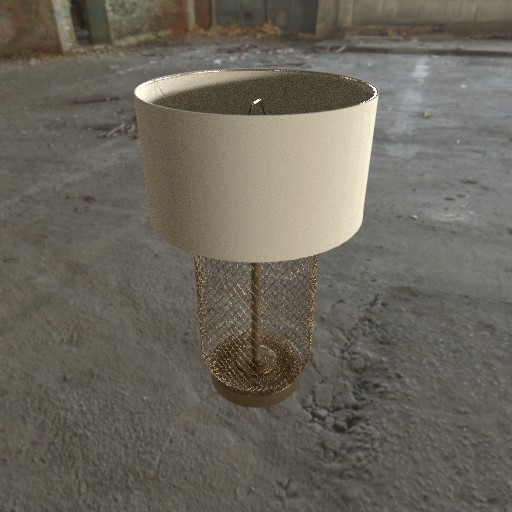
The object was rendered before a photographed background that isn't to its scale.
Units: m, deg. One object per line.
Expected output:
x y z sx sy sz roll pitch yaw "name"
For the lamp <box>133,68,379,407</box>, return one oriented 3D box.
0.000 0.000 0.798 0.353 0.578 0.353 0 31 0 "lamp"
